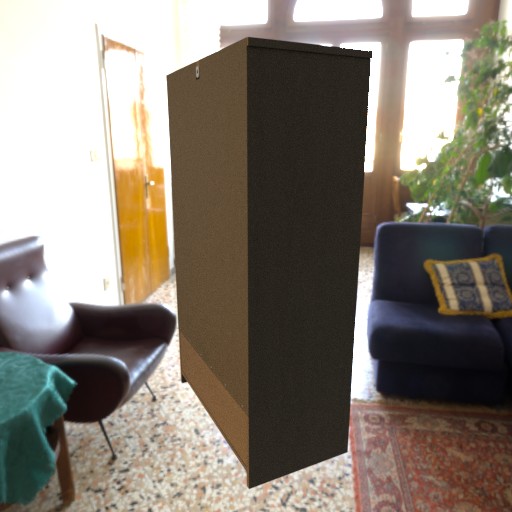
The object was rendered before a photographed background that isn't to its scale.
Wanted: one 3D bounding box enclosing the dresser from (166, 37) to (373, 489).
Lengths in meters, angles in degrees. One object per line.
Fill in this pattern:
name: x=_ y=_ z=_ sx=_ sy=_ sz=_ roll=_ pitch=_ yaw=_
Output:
dresser: x=0.000 y=0.000 z=1.569 sx=0.399 sy=1.255 sz=0.704 roll=-7 pitch=16 yaw=-25
